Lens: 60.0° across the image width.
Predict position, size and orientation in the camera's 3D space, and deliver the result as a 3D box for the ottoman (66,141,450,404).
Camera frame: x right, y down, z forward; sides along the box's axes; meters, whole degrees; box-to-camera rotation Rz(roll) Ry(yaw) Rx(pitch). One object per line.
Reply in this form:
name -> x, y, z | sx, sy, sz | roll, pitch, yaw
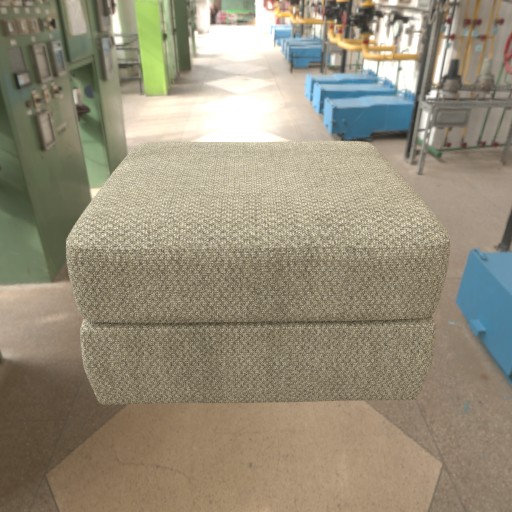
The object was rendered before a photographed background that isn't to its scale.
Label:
ottoman -> 0.000, 0.000, 1.126 | 0.751, 0.476, 0.603 | -1, 30, -1
